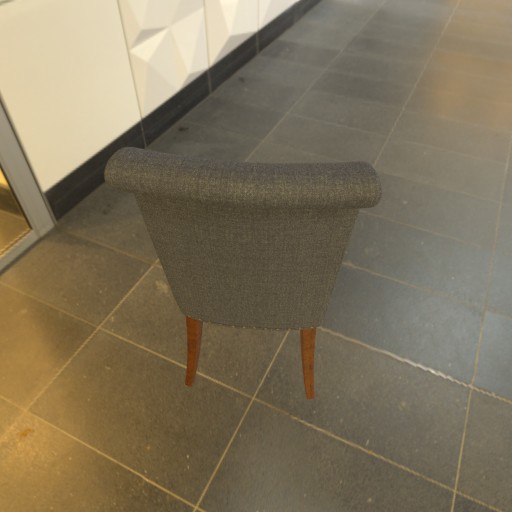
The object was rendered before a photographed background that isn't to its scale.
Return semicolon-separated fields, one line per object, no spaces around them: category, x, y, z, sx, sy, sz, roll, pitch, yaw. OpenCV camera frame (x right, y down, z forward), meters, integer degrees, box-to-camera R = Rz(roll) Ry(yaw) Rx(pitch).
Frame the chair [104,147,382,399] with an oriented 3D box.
chair;0.000;0.000;1.328;0.513;0.988;0.608;5;46;4
